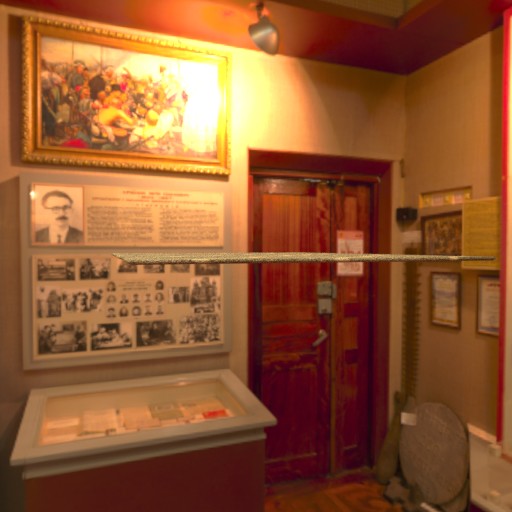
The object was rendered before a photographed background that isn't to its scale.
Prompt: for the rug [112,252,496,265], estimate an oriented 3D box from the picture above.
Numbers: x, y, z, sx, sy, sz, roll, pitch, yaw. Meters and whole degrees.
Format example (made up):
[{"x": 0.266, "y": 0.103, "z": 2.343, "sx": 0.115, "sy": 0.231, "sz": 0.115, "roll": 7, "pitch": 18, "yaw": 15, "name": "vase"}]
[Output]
[{"x": 0.000, "y": 0.000, "z": 3.988, "sx": 2.399, "sy": 0.026, "sz": 3.000, "roll": 0, "pitch": 1, "yaw": -20, "name": "rug"}]
